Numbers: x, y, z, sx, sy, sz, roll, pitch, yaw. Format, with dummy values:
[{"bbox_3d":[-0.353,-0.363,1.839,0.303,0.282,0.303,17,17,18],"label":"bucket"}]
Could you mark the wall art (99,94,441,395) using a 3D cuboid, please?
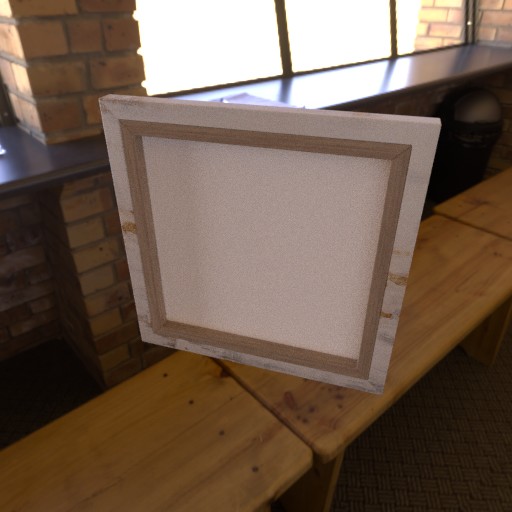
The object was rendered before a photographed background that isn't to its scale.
[{"bbox_3d":[0.000,0.000,0.938,0.611,0.613,0.040,9,33,14],"label":"wall art"}]
